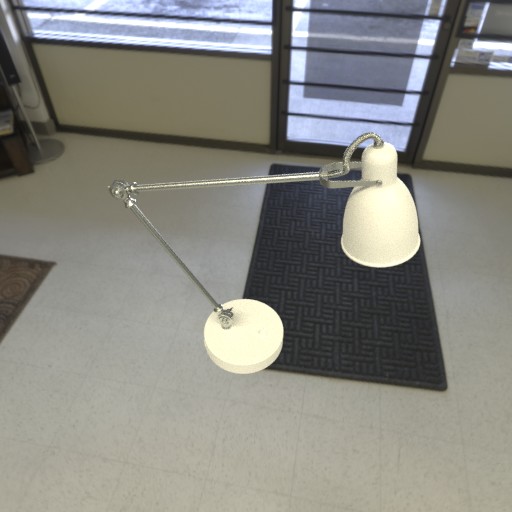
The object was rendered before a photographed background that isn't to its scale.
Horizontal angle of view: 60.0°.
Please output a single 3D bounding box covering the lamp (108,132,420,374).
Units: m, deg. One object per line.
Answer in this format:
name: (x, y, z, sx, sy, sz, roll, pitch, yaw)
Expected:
lamp: (0.000, 0.000, 0.855, 0.561, 0.587, 0.187, 10, 46, 10)
